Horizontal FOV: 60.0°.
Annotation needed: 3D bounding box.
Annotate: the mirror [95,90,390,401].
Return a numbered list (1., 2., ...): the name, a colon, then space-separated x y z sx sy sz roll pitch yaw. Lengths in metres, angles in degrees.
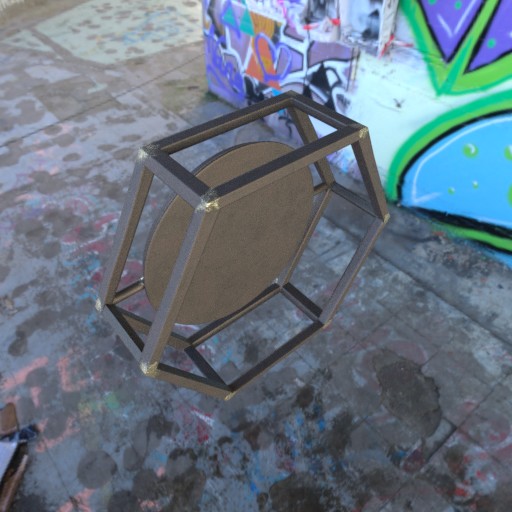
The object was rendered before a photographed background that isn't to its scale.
1. mirror: 0.000 0.000 0.554 0.380 0.334 0.119 -30 52 -27
